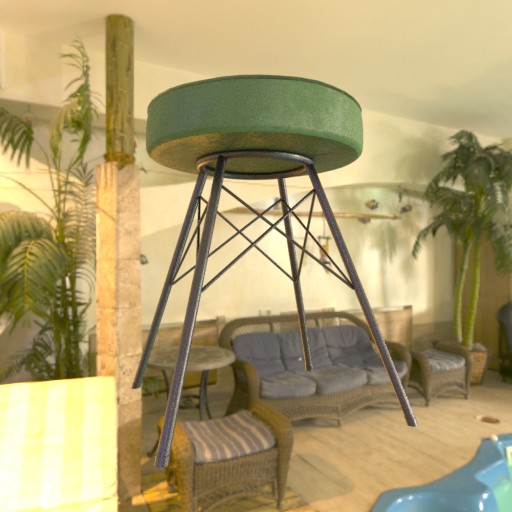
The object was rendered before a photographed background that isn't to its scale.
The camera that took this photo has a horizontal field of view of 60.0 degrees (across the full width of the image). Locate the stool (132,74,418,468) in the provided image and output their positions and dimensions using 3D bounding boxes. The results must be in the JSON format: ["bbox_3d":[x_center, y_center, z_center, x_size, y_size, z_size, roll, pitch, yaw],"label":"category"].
[{"bbox_3d":[0.000,0.000,0.899,0.457,0.595,0.430,0,0,-20],"label":"stool"}]
